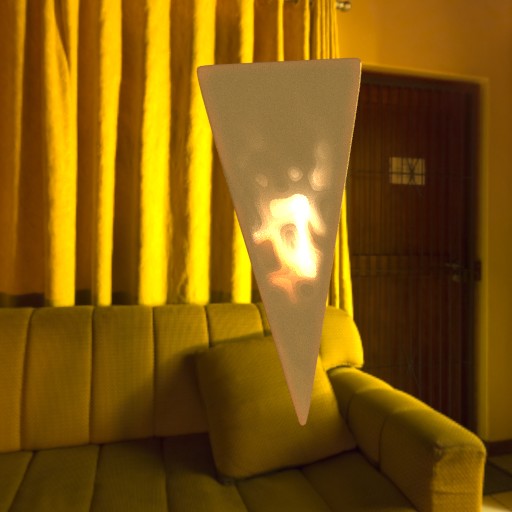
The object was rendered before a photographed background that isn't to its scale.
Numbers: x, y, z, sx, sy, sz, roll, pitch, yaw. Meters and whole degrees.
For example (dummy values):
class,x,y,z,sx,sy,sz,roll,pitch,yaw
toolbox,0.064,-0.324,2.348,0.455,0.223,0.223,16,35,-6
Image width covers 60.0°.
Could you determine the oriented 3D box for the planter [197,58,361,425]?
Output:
class,x,y,z,sx,sy,sz,roll,pitch,yaw
planter,0.000,0.000,0.215,0.064,0.178,0.080,0,0,-36
